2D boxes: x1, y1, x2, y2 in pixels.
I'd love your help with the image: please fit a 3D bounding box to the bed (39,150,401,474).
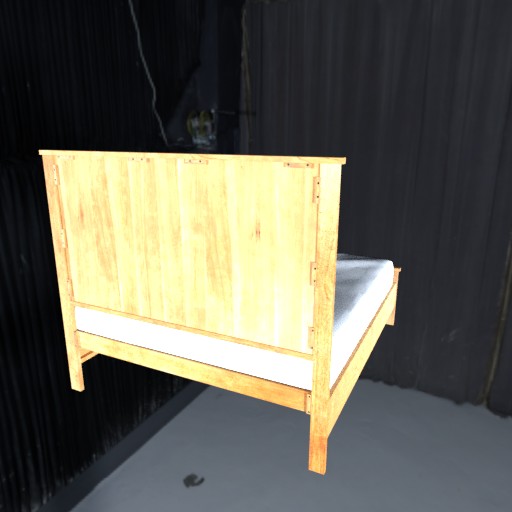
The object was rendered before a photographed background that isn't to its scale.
[{"bbox_3d":[0.000,0.000,3.532,1.936,1.686,2.201,8,17,25],"label":"bed"}]
